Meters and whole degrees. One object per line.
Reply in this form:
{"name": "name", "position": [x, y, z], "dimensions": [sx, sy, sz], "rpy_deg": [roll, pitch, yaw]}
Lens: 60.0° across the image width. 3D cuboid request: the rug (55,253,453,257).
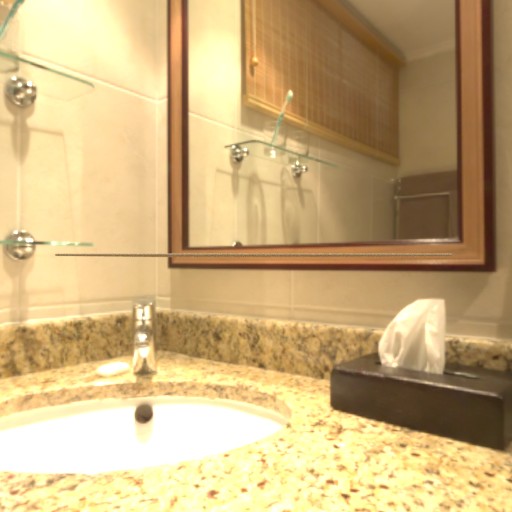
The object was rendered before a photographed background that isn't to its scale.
{"name": "rug", "position": [0.000, 0.000, 4.075], "dimensions": [2.353, 0.014, 2.945], "rpy_deg": [0, 0, 1]}
